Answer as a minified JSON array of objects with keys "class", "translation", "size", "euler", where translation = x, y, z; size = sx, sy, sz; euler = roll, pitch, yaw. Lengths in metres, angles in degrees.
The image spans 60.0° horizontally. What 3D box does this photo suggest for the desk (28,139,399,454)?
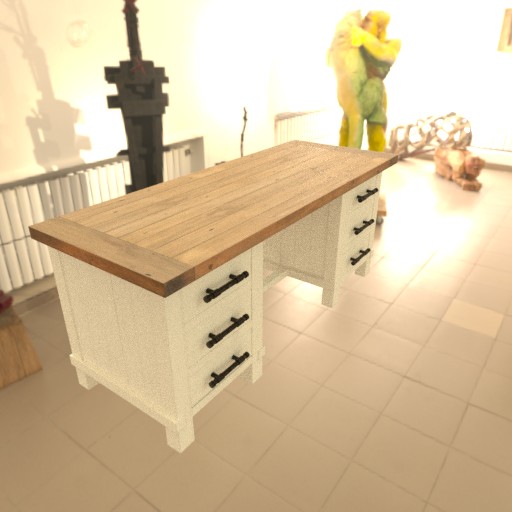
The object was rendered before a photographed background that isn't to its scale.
[{"class":"desk","translation":[0.000,0.000,2.215],"size":[0.688,0.760,1.803],"euler":[18,32,32]}]
